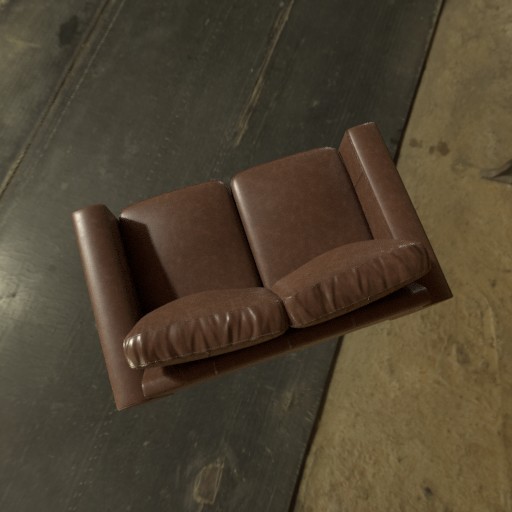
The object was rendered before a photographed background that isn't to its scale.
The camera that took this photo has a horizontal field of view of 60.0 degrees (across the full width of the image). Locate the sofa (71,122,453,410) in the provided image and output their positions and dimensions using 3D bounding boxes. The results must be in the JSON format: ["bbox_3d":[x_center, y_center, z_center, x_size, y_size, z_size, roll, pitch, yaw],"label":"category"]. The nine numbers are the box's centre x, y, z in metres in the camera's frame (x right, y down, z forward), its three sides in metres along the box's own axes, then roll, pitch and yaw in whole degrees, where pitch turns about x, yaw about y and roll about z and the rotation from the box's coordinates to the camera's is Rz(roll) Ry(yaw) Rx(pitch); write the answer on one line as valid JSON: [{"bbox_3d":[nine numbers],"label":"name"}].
[{"bbox_3d":[0.000,0.000,2.233,1.616,0.873,1.016,-18,76,-5],"label":"sofa"}]
